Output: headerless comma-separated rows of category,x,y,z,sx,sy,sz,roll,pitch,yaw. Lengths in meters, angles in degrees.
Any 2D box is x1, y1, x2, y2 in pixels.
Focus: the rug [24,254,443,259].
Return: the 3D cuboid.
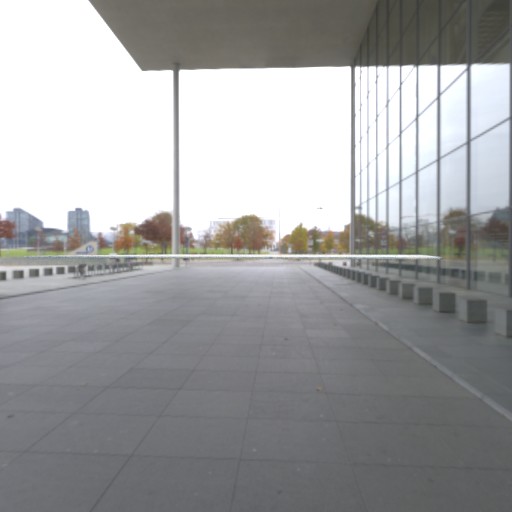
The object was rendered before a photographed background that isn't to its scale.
rug,0.000,0.000,4.171,3.056,0.013,2.441,0,1,18
